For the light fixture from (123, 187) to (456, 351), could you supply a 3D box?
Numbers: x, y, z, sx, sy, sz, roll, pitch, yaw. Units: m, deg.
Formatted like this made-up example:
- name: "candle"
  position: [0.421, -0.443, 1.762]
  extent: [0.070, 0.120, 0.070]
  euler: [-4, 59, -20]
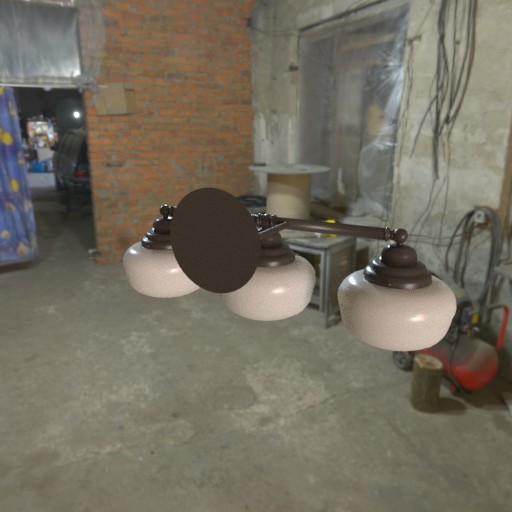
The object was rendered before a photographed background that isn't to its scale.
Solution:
- name: "light fixture"
  position: [0.000, 0.000, 0.702]
  extent: [0.587, 0.242, 0.239]
  euler: [9, 18, 28]
